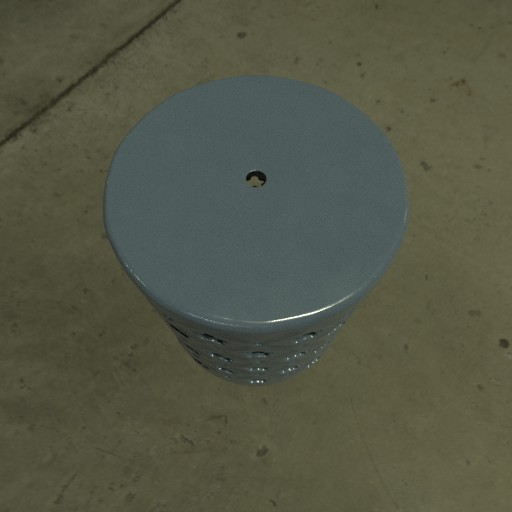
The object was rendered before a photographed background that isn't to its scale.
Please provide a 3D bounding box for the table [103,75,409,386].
[{"bbox_3d":[0.000,0.000,0.673,0.352,0.387,0.352,0,63,0],"label":"table"}]
